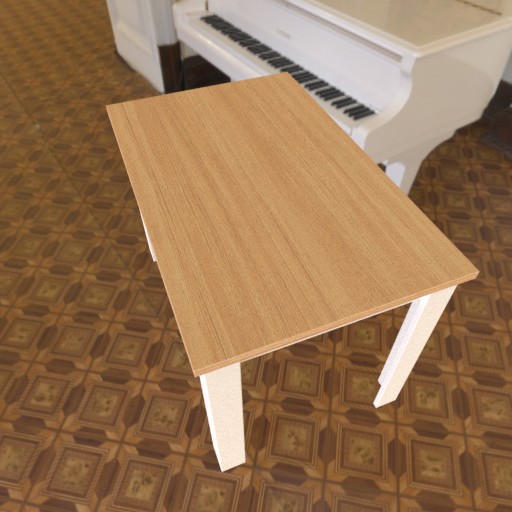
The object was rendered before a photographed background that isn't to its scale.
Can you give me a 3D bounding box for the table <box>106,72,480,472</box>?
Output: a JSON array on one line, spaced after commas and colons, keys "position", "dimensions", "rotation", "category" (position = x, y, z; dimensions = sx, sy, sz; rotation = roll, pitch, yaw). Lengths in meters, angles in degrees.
[{"position": [0.000, 0.000, 1.573], "dimensions": [0.700, 0.734, 1.100], "rotation": [-16, 50, -14], "category": "table"}]
